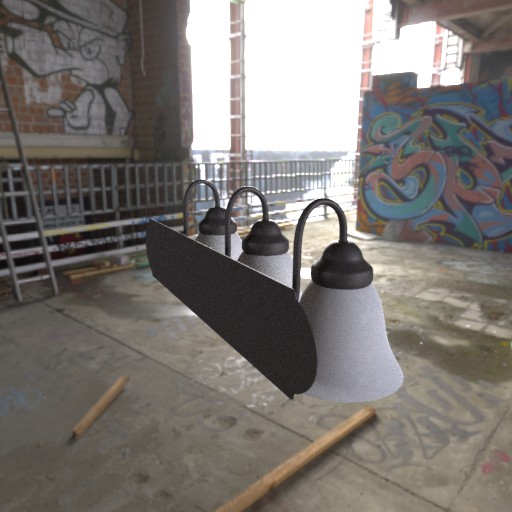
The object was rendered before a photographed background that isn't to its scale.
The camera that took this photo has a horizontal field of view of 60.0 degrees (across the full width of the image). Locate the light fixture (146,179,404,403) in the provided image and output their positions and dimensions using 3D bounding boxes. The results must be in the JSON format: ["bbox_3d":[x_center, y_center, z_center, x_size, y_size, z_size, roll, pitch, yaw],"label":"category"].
[{"bbox_3d":[0.000,0.000,0.708,0.199,0.222,0.610,-7,15,-27],"label":"light fixture"}]
